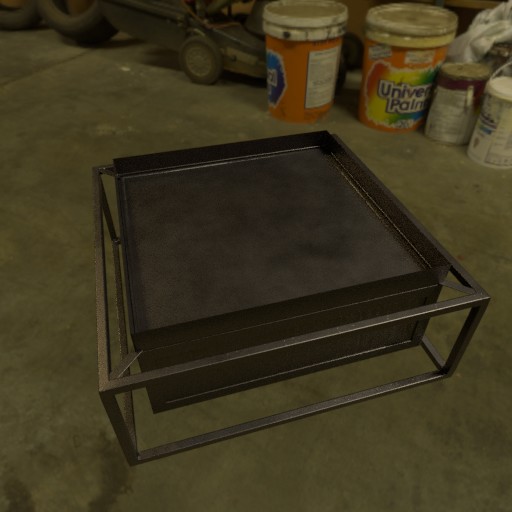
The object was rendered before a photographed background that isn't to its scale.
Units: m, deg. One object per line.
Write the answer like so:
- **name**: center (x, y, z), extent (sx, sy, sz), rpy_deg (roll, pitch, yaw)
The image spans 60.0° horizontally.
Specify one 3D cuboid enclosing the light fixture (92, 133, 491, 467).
- **light fixture**: center (0.000, 0.000, 0.670), extent (0.441, 0.191, 0.441), rpy_deg (-11, 42, -12)
